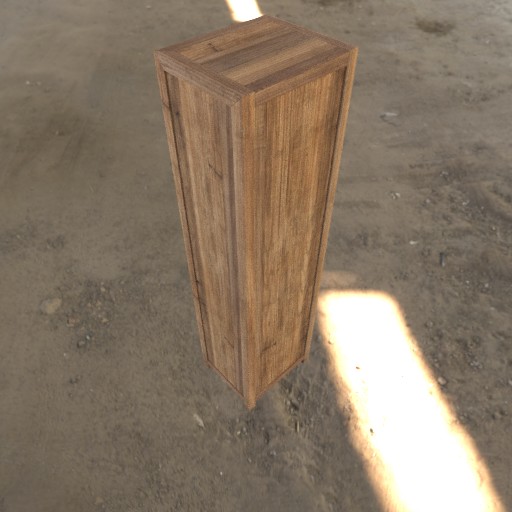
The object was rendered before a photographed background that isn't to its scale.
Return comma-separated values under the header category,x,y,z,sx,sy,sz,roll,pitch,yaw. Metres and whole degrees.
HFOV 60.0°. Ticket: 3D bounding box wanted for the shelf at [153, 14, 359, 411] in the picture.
category,x,y,z,sx,sy,sz,roll,pitch,yaw
shelf,0.000,0.000,2.090,0.500,1.900,0.428,-34,55,-28
